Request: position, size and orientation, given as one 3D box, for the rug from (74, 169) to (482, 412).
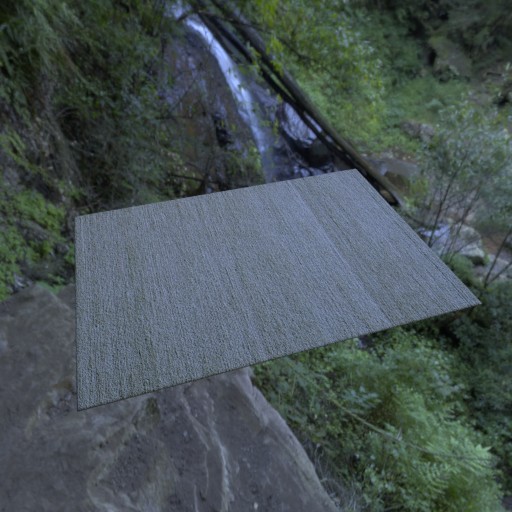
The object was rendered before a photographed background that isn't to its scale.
[{"bbox_3d":[0.000,0.000,5.042,3.935,0.025,2.782,-12,43,-13],"label":"rug"}]
